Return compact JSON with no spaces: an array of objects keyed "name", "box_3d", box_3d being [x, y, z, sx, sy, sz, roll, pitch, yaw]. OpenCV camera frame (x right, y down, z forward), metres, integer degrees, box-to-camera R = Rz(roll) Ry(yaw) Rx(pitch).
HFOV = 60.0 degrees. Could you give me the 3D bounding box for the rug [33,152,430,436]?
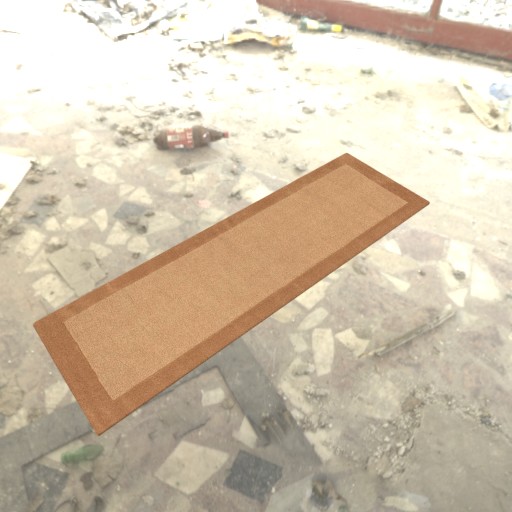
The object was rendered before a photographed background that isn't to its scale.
[{"name":"rug","box_3d":[0.000,0.000,2.666,2.439,0.017,0.764,-32,55,-26]}]
